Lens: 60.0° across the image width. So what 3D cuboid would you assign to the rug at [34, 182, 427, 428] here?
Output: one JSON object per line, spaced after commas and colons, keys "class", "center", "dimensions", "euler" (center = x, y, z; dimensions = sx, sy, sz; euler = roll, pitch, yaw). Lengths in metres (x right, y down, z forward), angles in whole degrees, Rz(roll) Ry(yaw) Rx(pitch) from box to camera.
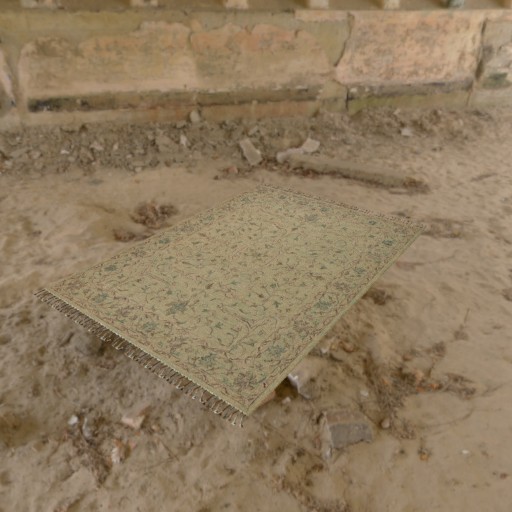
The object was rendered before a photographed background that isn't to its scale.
{"class": "rug", "center": [0.000, 0.000, 2.347], "dimensions": [1.247, 0.008, 1.802], "euler": [21, 36, 31]}
